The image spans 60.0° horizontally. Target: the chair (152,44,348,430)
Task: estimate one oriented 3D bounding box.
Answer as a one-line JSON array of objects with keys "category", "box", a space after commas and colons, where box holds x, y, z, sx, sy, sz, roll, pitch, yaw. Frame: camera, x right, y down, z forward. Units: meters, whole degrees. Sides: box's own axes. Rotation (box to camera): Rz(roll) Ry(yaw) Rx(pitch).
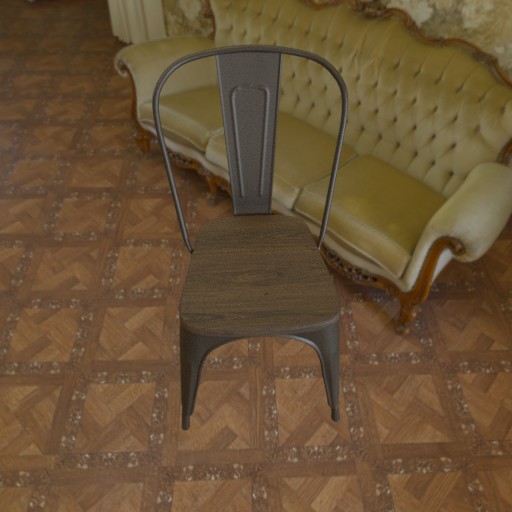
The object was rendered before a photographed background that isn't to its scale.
[{"category": "chair", "box": [0.000, 0.000, 1.132, 0.451, 0.844, 0.532, -2, 47, -2]}]
